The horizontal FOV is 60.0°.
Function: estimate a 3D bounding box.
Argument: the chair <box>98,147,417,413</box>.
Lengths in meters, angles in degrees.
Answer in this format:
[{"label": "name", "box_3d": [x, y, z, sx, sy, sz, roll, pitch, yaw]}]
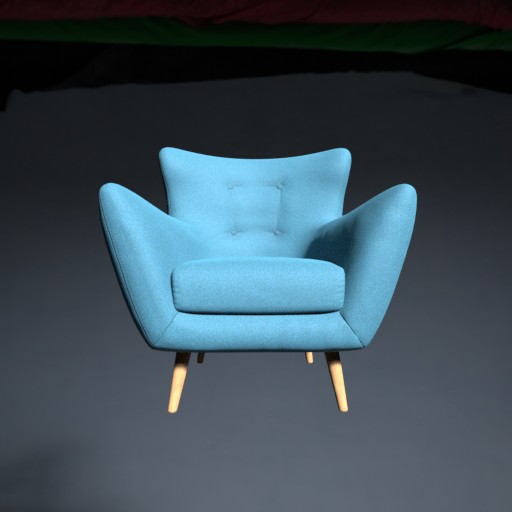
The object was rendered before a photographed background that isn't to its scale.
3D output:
[{"label": "chair", "box_3d": [0.000, 0.000, 1.605, 0.890, 0.889, 0.889, 0, 0, -1]}]
